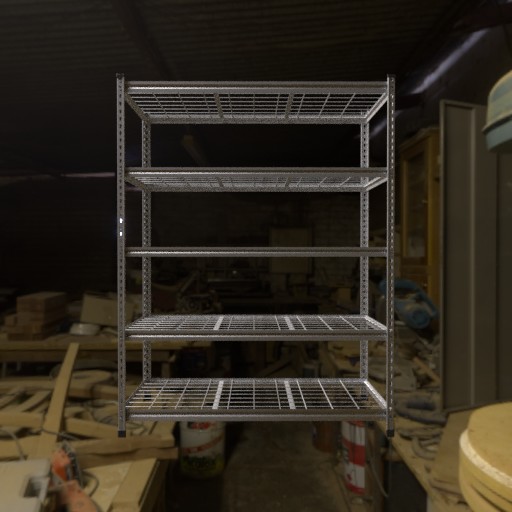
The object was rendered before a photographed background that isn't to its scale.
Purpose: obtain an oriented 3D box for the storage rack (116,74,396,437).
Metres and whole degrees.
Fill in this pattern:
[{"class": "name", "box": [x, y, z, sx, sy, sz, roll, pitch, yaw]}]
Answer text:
[{"class": "storage rack", "box": [0.000, 0.000, 2.722, 1.524, 1.981, 0.610, 0, 1, 0]}]
